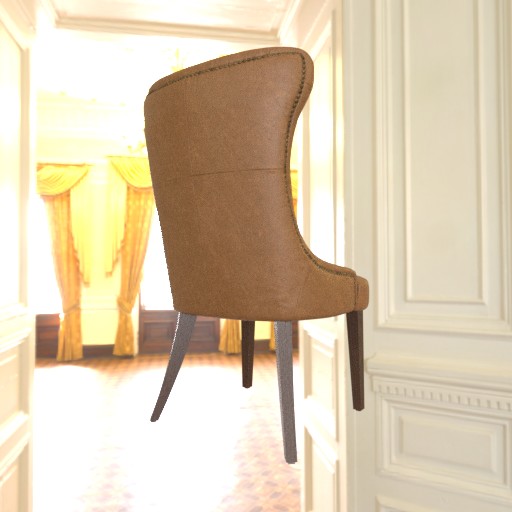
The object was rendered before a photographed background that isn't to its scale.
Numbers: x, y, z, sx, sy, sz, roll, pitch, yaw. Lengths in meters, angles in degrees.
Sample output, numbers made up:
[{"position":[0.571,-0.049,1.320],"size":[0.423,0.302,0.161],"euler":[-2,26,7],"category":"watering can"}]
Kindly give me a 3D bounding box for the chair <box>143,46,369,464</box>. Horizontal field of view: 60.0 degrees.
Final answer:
[{"position":[0.000,0.000,1.457],"size":[0.611,1.065,0.669],"euler":[-1,-1,35],"category":"chair"}]
